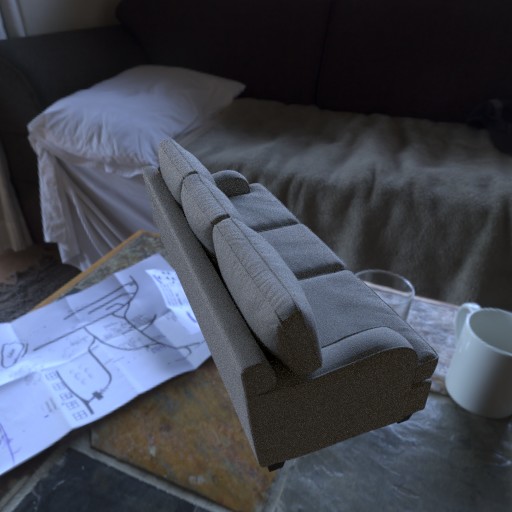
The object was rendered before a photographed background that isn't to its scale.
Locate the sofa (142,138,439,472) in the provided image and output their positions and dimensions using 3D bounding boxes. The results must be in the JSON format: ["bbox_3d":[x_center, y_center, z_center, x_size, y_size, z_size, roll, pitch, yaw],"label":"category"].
[{"bbox_3d":[0.000,0.000,2.827,1.016,0.997,2.323,-12,34,-18],"label":"sofa"}]
